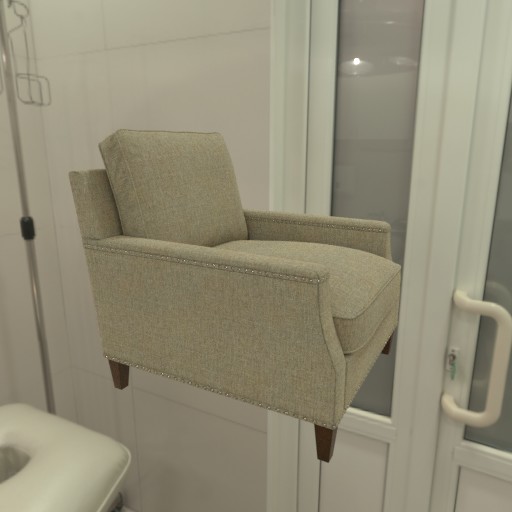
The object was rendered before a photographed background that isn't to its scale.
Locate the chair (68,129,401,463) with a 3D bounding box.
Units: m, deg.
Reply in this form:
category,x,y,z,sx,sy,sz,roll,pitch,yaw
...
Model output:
category,x,y,z,sx,sy,sz,roll,pitch,yaw
chair,0.000,0.000,1.716,1.014,0.943,0.853,8,16,28
